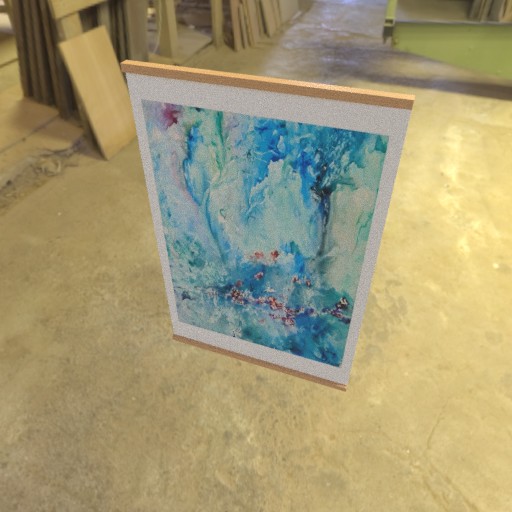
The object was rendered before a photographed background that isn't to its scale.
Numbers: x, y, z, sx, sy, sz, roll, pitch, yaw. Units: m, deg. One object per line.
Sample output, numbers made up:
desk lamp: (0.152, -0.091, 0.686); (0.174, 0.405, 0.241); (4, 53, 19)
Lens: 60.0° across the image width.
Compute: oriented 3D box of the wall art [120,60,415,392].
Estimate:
wall art: (0.000, 0.000, 1.921); (0.991, 1.510, 0.040); (13, 42, 15)
